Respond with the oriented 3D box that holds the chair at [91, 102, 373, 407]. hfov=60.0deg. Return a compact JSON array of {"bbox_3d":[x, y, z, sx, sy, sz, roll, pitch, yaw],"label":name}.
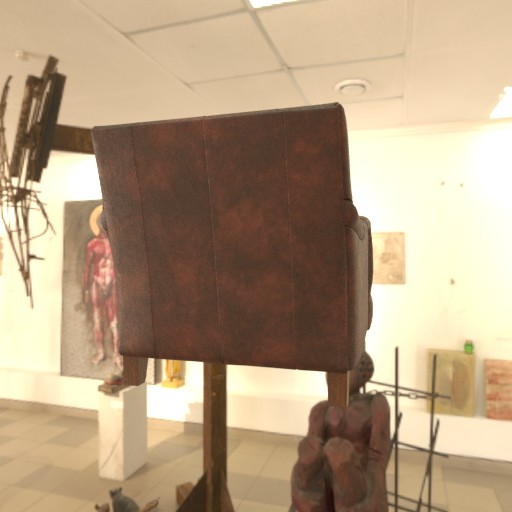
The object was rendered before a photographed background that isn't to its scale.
[{"bbox_3d":[0.000,0.000,1.986,0.987,1.051,1.156,0,1,17],"label":"chair"}]
